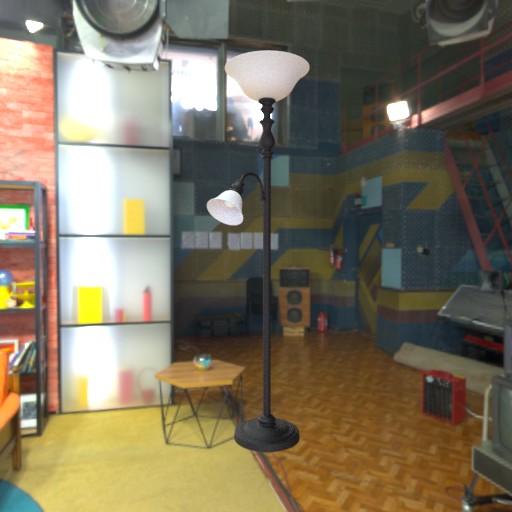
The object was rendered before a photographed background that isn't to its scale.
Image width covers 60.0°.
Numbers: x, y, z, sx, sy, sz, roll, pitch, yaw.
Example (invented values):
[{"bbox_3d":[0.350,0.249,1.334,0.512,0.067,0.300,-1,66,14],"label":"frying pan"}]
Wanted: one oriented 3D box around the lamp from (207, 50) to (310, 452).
[{"bbox_3d":[0.000,0.000,2.074,0.405,1.793,0.588,1,2,35],"label":"lamp"}]
